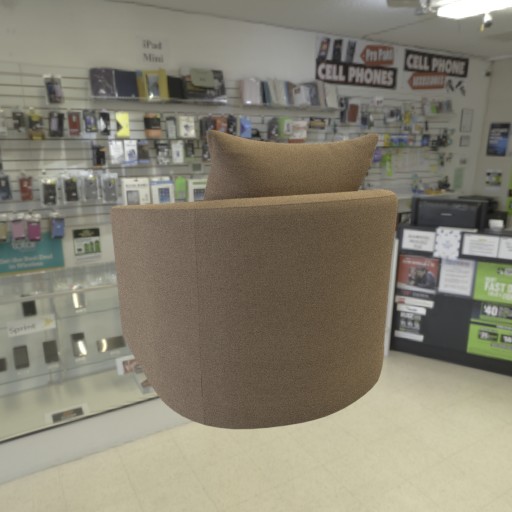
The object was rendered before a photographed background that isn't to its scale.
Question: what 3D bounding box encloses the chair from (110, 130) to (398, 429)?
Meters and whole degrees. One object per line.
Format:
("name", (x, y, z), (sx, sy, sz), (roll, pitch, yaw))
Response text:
("chair", (0.000, 0.000, 1.580), (0.845, 0.848, 0.910), (-8, 16, -27))
